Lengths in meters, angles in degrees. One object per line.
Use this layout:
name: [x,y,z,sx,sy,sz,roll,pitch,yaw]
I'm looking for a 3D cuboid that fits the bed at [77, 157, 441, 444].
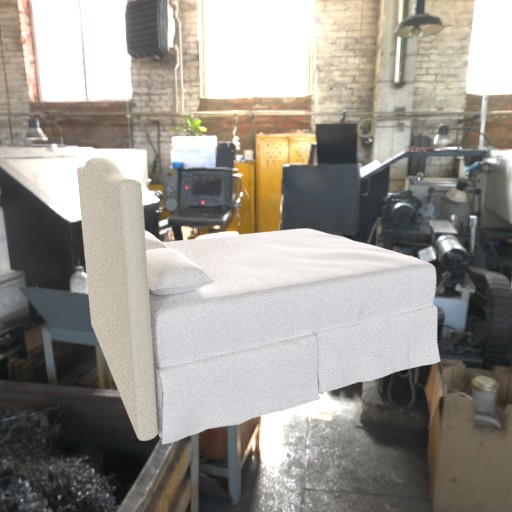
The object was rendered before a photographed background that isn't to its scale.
bed: [0.000,0.000,3.278,2.196,1.449,1.741,-7,16,-27]
